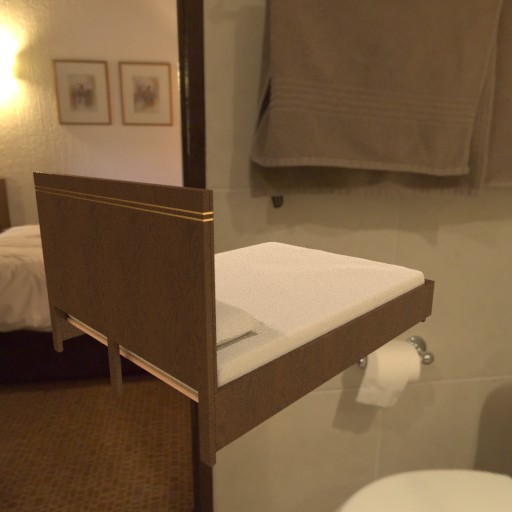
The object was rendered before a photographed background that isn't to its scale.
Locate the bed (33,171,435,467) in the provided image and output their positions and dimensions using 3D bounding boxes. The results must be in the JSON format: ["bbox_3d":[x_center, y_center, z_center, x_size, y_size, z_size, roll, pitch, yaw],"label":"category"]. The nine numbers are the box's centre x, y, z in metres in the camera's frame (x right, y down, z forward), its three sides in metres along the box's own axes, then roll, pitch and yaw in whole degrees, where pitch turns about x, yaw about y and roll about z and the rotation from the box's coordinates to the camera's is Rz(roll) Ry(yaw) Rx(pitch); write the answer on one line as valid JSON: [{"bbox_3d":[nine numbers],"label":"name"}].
[{"bbox_3d":[0.000,0.000,3.057,1.613,1.169,2.221,13,19,42],"label":"bed"}]
